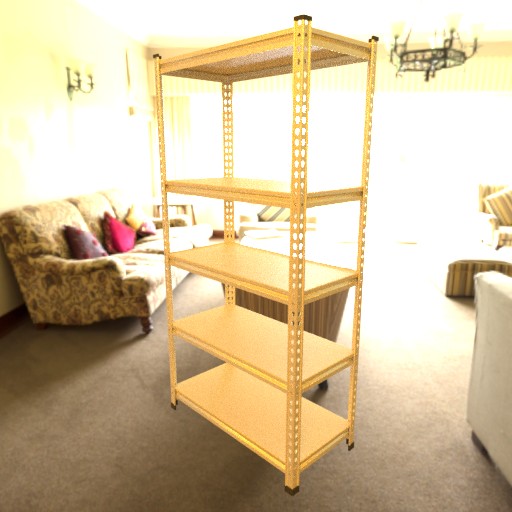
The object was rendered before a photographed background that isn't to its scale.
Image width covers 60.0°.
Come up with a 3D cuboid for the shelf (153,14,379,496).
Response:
[{"bbox_3d":[0.000,0.000,2.102,0.457,1.829,0.914,-13,19,-42],"label":"shelf"}]
